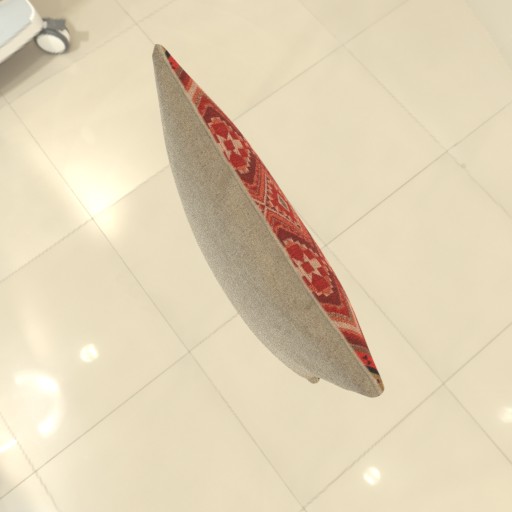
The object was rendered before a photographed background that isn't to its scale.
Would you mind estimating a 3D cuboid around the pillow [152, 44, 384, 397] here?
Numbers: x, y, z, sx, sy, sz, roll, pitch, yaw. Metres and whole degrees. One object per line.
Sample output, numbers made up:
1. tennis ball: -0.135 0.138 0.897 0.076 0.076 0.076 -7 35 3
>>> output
1. pillow: 0.000 0.000 0.771 0.158 0.511 0.513 -30 77 -7
